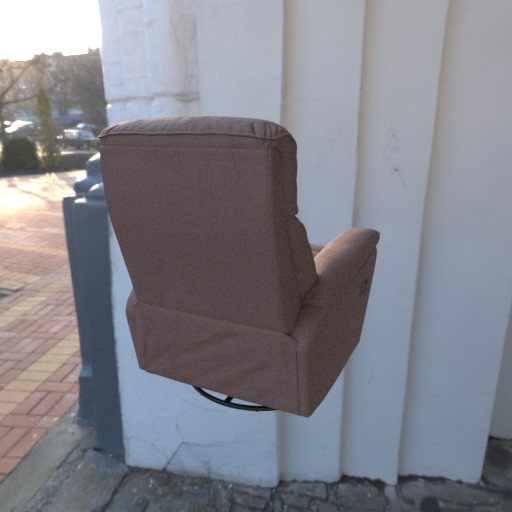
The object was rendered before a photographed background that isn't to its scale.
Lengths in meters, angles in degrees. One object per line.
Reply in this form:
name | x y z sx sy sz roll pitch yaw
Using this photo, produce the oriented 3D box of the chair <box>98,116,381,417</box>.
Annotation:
chair | 0.000 0.000 1.745 0.820 1.037 1.004 8 18 25
